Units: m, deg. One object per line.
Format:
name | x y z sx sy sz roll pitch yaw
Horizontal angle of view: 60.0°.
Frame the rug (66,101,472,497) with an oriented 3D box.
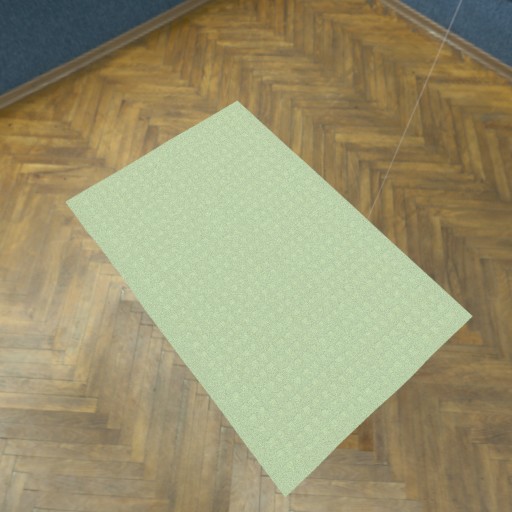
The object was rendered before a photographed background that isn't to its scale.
rug | 0.000 0.000 2.169 1.143 0.006 1.747 -36 69 -17
